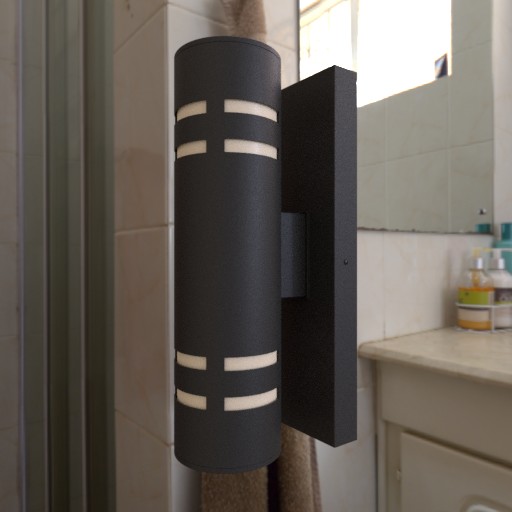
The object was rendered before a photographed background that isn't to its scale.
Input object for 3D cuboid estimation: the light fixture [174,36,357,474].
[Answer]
[{"bbox_3d":[0.000,0.000,0.395,0.149,0.330,0.105,0,0,-36],"label":"light fixture"}]
